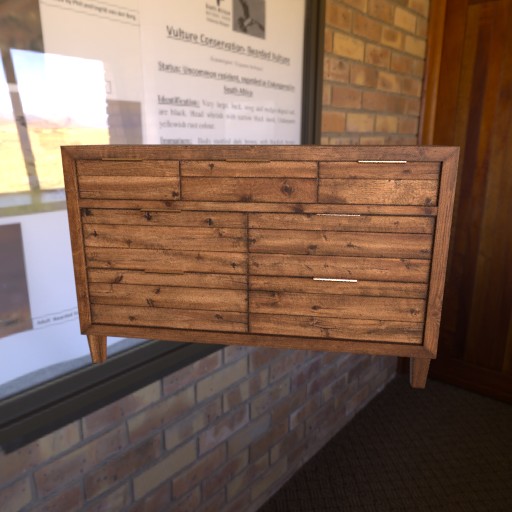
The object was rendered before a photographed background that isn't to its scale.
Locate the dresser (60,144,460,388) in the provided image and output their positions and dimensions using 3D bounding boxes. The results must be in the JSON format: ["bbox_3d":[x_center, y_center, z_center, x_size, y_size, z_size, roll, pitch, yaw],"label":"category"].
[{"bbox_3d":[0.000,0.000,1.839,1.387,0.892,0.438,2,15,8],"label":"dresser"}]
